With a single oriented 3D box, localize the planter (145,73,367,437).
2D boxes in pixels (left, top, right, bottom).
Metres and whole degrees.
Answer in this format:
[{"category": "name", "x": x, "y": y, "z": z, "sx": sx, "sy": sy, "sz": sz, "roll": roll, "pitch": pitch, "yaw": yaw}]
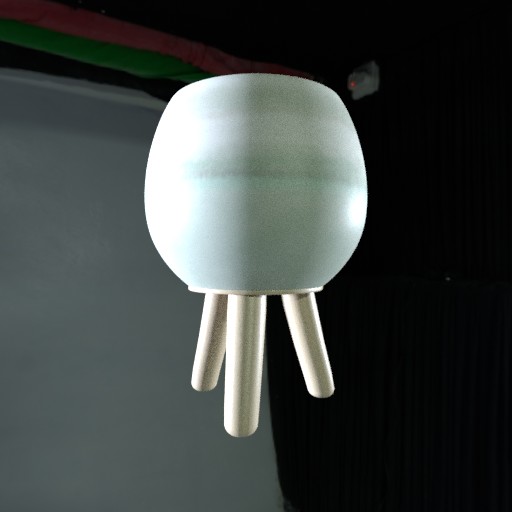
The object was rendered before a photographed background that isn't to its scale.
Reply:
[{"category": "planter", "x": 0.000, "y": 0.000, "z": 0.331, "sx": 0.161, "sy": 0.224, "sz": 0.161, "roll": 0, "pitch": 0, "yaw": 0}]
